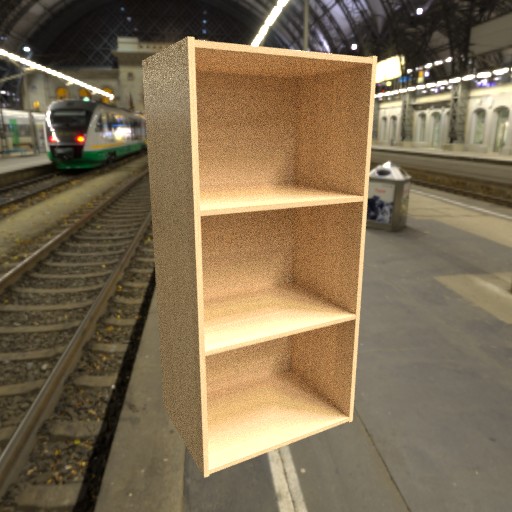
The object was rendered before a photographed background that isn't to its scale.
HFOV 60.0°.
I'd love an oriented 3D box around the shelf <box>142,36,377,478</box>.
[{"bbox_3d":[0.000,0.000,1.066,0.417,0.876,0.292,-8,18,-27],"label":"shelf"}]
